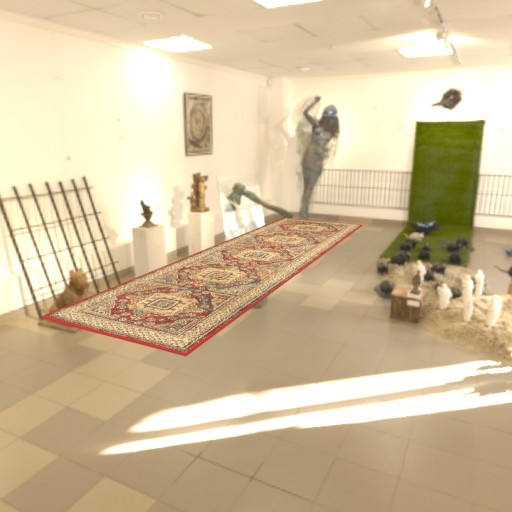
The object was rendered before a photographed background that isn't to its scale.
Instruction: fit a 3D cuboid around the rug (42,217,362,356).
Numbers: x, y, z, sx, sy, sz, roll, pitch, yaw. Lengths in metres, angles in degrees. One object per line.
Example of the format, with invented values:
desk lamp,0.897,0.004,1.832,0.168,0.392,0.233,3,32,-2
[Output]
rug,0.000,0.000,2.516,0.659,0.015,2.292,8,17,26
